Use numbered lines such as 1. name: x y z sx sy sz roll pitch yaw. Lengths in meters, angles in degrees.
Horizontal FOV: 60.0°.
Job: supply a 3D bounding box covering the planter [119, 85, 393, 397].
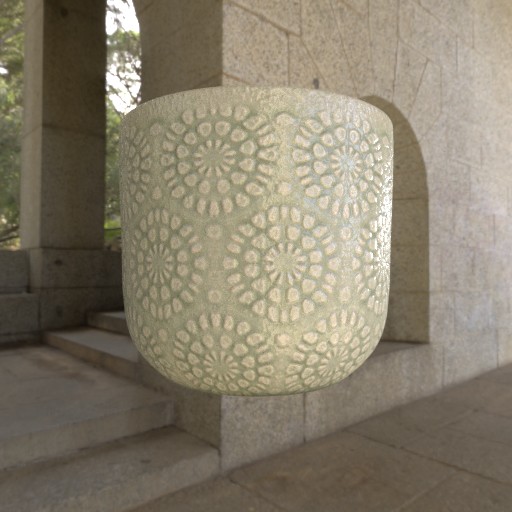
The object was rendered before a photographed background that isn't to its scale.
1. planter: 0.000 0.000 0.284 0.169 0.153 0.169 0 -1 0
